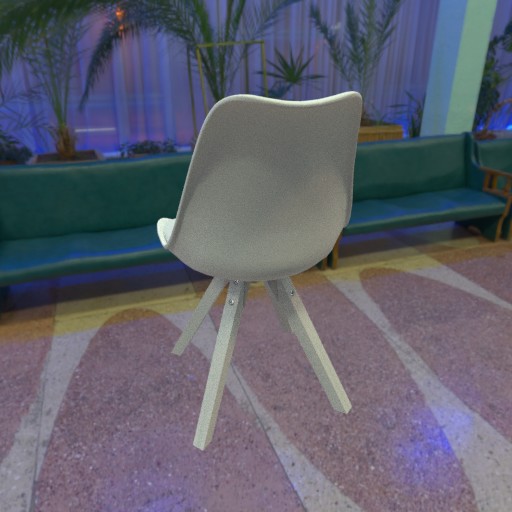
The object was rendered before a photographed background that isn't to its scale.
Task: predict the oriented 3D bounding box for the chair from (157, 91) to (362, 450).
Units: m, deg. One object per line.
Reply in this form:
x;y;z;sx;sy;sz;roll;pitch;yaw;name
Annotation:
0.000;0.000;1.173;0.485;0.850;0.550;-8;26;-16;chair
